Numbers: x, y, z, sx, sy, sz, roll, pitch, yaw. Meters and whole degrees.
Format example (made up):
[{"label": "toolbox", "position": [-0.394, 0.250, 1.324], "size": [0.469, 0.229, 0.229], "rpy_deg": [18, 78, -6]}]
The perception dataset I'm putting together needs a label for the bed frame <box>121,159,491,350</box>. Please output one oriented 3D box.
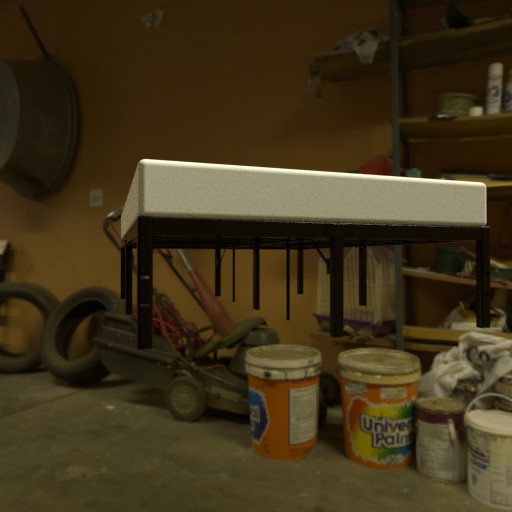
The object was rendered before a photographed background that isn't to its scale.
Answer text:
[{"label": "bed frame", "position": [0.000, 0.000, 2.731], "size": [1.557, 0.659, 2.072], "rpy_deg": [0, 0, -19]}]
